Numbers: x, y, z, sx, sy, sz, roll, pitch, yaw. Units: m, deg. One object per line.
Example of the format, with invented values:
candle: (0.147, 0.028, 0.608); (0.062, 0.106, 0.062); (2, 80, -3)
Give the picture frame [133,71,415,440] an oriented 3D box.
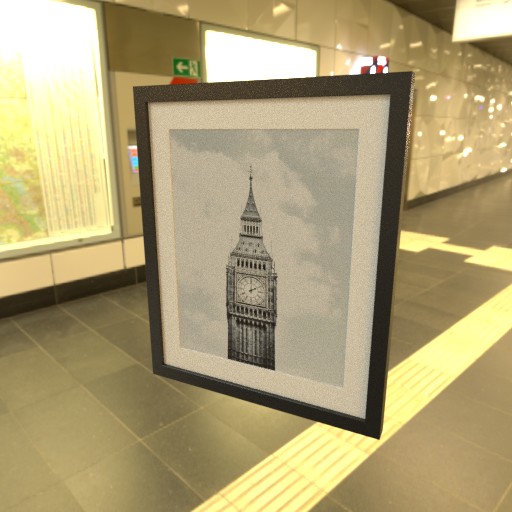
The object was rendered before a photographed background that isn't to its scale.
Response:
picture frame: (0.000, 0.000, 0.753); (0.460, 0.556, 0.028); (8, 17, 25)
